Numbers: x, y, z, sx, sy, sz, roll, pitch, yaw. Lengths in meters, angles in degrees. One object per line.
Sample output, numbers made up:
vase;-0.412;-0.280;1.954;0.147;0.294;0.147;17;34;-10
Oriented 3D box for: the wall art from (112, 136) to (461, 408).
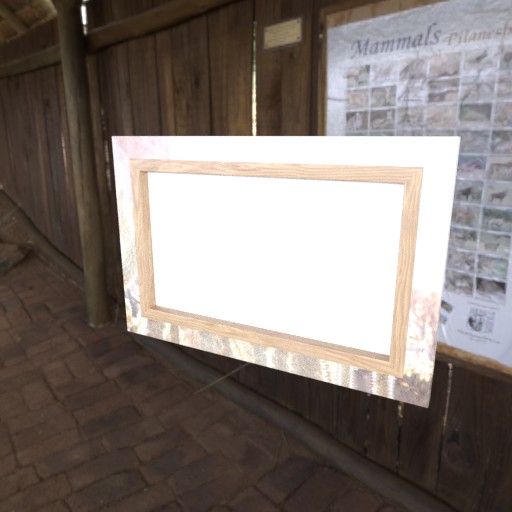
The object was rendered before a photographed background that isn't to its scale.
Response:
wall art;0.000;0.000;1.166;0.916;0.608;0.040;8;17;26
